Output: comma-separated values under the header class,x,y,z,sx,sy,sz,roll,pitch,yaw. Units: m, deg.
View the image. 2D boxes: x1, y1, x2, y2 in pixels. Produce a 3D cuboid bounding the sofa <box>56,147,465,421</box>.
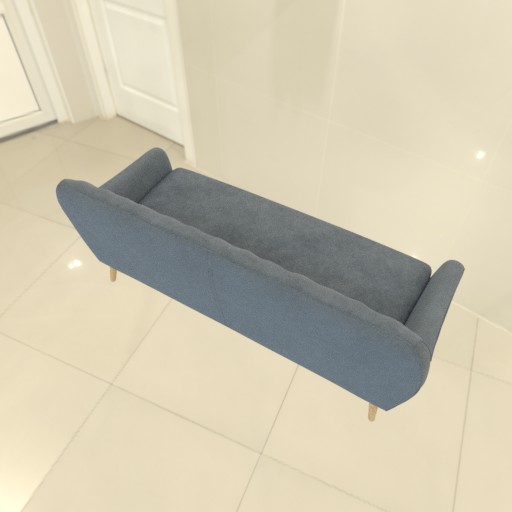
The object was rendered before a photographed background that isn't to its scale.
class,x,y,z,sx,sy,sz,roll,pitch,yaw
sofa,0.000,0.000,2.405,1.975,0.832,0.841,24,52,20
